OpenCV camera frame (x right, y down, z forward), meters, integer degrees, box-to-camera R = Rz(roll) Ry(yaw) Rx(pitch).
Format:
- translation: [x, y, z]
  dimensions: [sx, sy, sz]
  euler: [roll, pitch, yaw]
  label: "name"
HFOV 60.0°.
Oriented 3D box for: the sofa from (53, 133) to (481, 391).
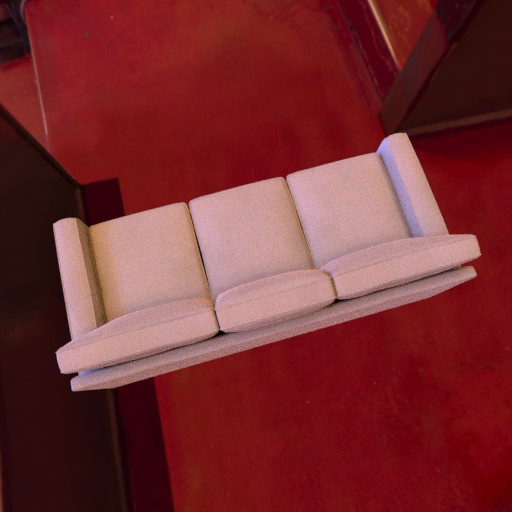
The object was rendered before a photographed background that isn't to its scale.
- translation: [0.000, 0.000, 2.521]
  dimensions: [2.088, 0.862, 0.935]
  euler: [-15, 75, -4]
  label: "sofa"
